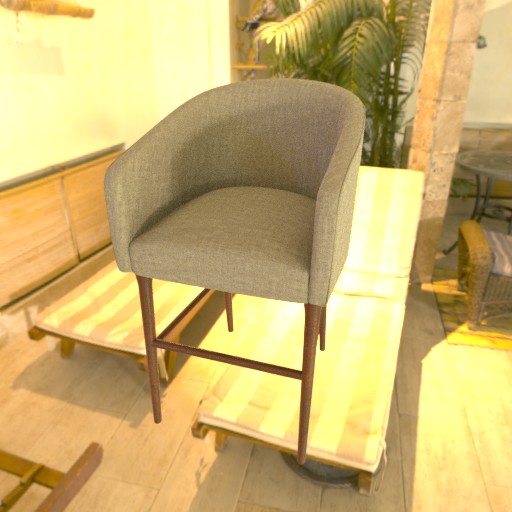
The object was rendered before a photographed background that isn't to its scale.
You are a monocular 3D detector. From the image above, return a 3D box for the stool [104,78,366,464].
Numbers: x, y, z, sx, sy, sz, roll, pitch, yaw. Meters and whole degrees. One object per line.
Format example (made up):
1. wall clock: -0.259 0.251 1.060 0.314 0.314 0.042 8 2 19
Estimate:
1. stool: 0.000 0.000 1.333 0.559 0.952 0.635 8 27 17
